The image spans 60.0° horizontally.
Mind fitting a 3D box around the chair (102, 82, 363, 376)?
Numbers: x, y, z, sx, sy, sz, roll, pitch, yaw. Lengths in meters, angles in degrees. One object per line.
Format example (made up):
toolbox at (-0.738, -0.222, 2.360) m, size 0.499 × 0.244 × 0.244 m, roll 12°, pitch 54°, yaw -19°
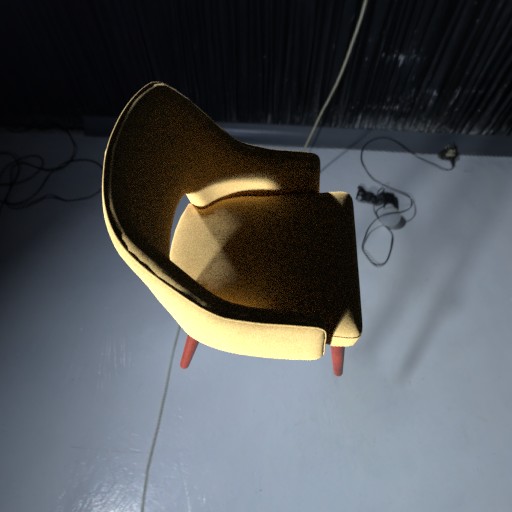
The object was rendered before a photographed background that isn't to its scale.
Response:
chair at (0.000, 0.000, 1.232) m, size 0.605 × 0.849 × 0.548 m, roll 2°, pitch 62°, yaw 1°
